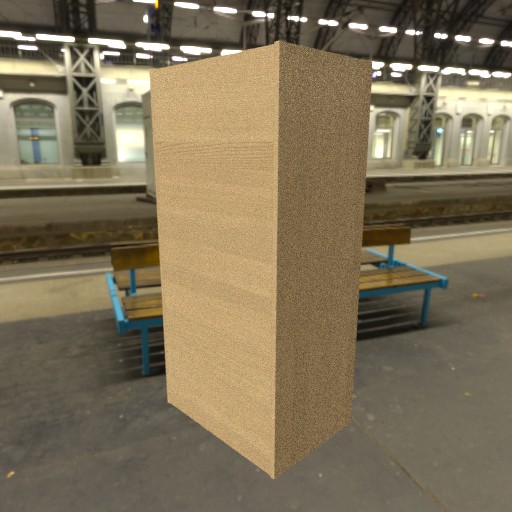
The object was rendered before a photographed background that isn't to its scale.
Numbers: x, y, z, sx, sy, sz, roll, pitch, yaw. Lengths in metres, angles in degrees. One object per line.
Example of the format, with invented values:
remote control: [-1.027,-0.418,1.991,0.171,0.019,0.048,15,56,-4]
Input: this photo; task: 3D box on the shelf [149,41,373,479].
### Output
shelf: [0.000,0.000,1.098,0.292,0.876,0.417,-14,20,-42]
